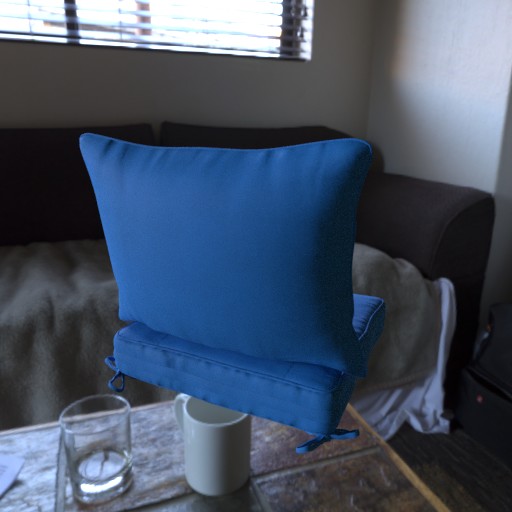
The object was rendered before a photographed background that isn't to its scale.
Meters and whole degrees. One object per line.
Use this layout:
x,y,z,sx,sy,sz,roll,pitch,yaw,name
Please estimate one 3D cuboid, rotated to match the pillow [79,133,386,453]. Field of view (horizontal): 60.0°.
0.000,0.000,1.348,0.798,0.725,0.733,8,19,25,pillow
